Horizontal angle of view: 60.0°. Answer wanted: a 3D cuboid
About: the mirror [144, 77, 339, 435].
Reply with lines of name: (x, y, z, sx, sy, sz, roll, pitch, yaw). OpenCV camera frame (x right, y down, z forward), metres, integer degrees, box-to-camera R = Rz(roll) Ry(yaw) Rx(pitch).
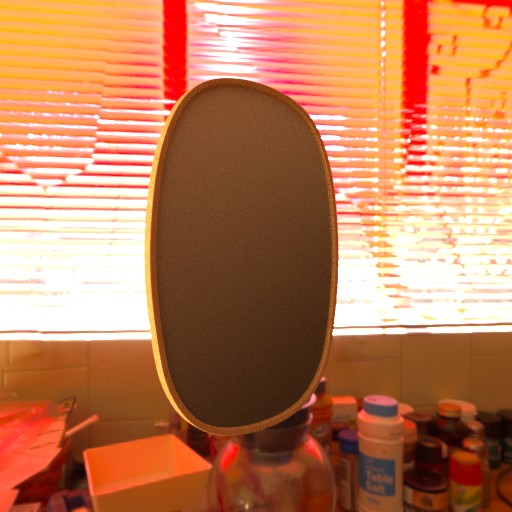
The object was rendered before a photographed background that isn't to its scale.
mirror: (0.000, 0.000, 1.384, 0.724, 1.075, 0.037, 0, -1, -38)
